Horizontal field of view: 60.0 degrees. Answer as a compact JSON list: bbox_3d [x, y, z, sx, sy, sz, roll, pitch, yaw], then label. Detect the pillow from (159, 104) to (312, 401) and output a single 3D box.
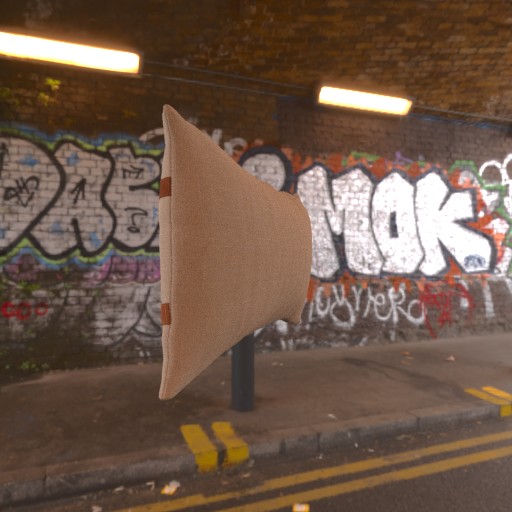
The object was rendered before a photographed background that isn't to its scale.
[{"bbox_3d":[0.000,0.000,0.744,0.148,0.308,0.612,0,-1,18],"label":"pillow"}]
